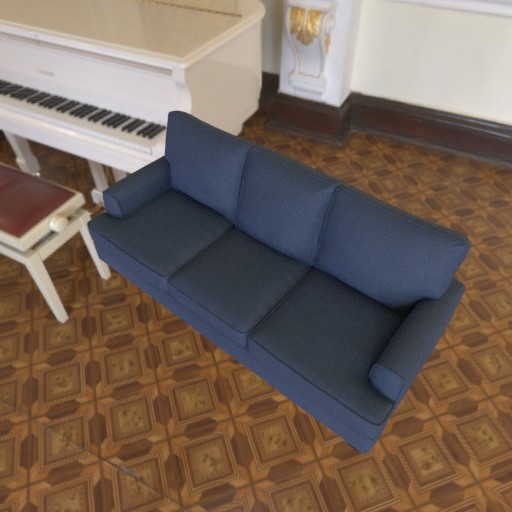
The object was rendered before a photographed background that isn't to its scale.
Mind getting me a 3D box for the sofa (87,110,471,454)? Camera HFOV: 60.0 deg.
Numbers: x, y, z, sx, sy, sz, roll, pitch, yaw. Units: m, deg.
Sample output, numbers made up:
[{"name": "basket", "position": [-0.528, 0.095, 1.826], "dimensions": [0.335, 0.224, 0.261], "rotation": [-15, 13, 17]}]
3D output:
[{"name": "sofa", "position": [0.000, 0.000, 2.638], "dimensions": [2.158, 0.965, 0.951], "rotation": [30, 53, 26]}]
